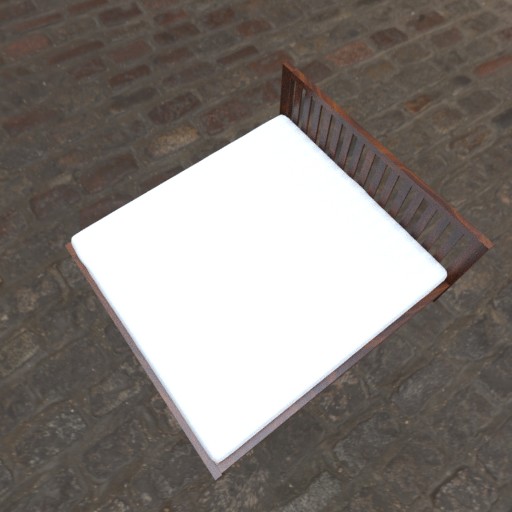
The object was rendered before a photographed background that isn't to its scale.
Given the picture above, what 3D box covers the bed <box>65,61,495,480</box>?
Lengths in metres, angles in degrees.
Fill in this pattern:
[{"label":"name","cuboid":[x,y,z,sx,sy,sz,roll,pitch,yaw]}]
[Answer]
[{"label":"bed","cuboid":[0.000,0.000,3.035,2.030,0.890,1.905,-34,69,-15]}]
